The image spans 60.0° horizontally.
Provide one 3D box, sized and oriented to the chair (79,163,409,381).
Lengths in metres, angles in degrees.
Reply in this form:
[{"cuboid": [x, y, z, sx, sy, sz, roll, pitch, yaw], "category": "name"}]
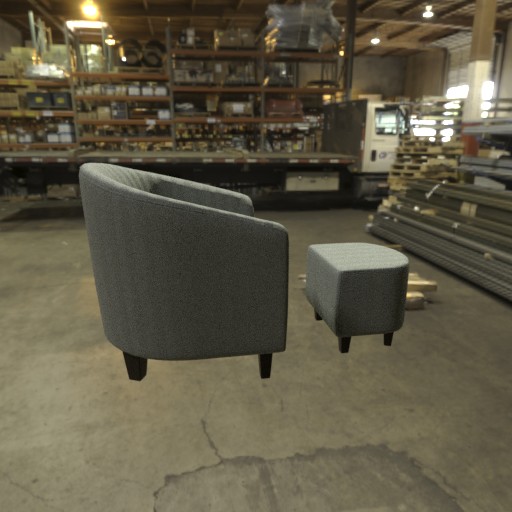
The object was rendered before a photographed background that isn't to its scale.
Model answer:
[{"cuboid": [0.000, 0.000, 1.807, 1.288, 0.757, 0.756, -3, 16, -10], "category": "chair"}]
